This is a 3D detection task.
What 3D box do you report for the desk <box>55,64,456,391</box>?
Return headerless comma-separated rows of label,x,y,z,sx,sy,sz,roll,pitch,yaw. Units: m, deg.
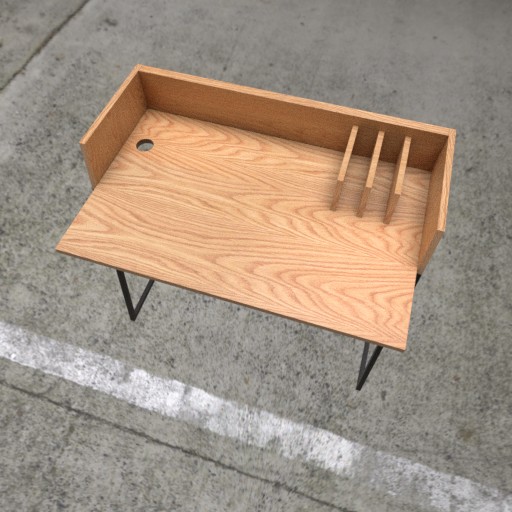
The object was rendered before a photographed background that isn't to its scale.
desk,0.000,0.000,1.863,1.191,1.061,0.769,15,59,9
